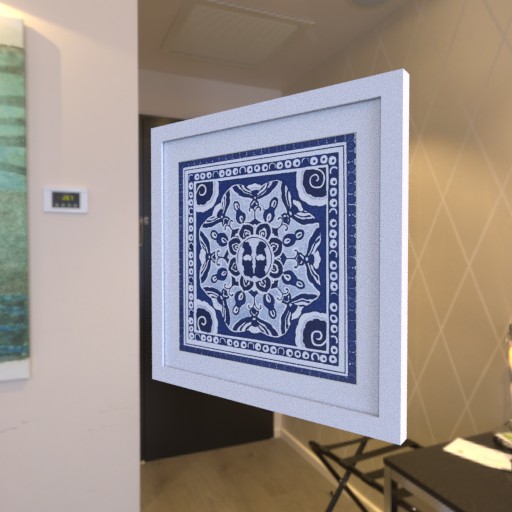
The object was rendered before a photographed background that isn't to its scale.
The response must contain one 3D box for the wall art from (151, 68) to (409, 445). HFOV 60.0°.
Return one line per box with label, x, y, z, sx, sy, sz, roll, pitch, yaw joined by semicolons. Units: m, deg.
wall art;0.000;0.000;0.835;0.559;0.559;0.028;1;2;37
